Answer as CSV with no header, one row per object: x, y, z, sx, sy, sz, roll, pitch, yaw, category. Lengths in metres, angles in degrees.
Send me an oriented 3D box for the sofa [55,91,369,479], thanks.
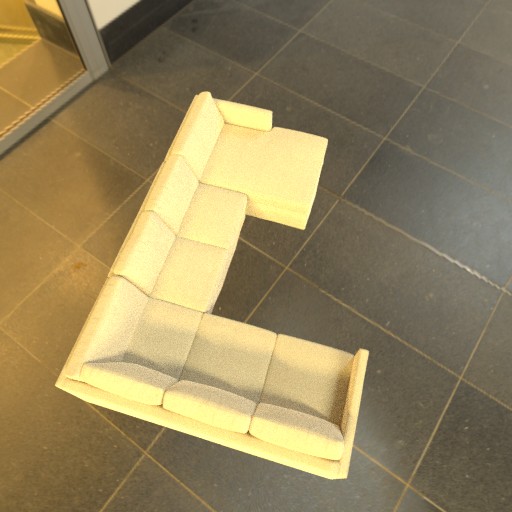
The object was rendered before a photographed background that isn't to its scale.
0.000,0.000,4.427,2.427,0.882,3.460,14,63,7,sofa
